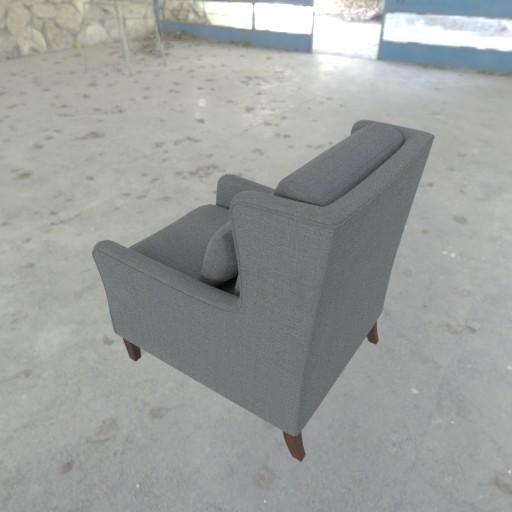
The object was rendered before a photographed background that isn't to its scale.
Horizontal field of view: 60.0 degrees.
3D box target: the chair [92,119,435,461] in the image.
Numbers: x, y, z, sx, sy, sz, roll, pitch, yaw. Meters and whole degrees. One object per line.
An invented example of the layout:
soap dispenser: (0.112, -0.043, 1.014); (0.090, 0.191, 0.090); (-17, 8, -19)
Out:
chair: (0.000, 0.000, 1.817); (1.040, 1.056, 0.866); (21, 39, 28)
